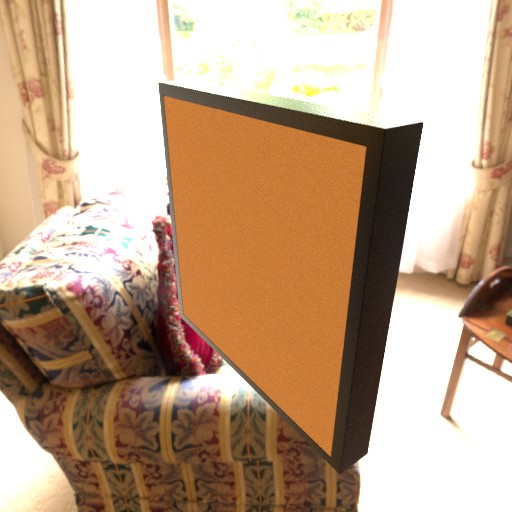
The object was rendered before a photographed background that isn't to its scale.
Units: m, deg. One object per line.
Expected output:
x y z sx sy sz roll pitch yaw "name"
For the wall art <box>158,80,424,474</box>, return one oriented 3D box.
0.000 0.000 0.438 0.037 0.299 0.299 -19 33 -32 "wall art"
